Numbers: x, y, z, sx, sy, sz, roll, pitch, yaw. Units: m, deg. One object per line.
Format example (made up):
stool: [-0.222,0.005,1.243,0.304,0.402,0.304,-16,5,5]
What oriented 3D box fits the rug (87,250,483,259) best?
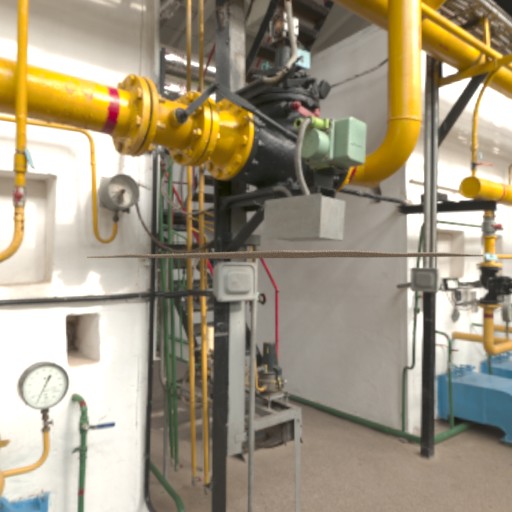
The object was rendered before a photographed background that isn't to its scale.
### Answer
rug: [0.000,0.000,2.381,1.220,0.013,1.829,1,-1,-38]
